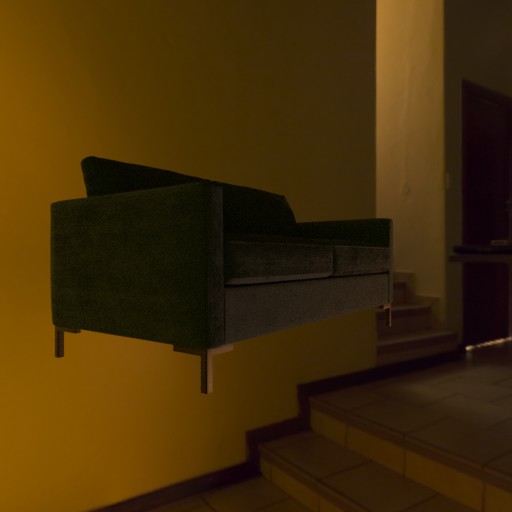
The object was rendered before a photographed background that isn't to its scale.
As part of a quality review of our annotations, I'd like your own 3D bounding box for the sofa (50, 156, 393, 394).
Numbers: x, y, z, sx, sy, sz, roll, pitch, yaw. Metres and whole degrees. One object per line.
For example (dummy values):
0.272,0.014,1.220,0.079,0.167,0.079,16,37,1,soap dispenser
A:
0.000,0.000,2.194,0.875,0.817,1.676,0,0,36,sofa
